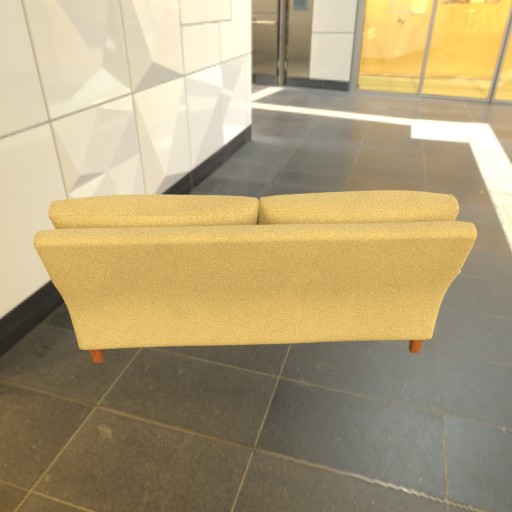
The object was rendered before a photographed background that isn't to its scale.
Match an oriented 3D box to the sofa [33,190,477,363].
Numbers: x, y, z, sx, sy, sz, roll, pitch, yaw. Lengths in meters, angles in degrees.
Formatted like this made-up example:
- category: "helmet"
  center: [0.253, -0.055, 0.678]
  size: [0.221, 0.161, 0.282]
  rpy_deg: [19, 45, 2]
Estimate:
- category: "sofa"
  center: [0.000, 0.000, 2.634]
  size: [2.070, 0.997, 1.091]
  rpy_deg: [-1, 30, -2]
